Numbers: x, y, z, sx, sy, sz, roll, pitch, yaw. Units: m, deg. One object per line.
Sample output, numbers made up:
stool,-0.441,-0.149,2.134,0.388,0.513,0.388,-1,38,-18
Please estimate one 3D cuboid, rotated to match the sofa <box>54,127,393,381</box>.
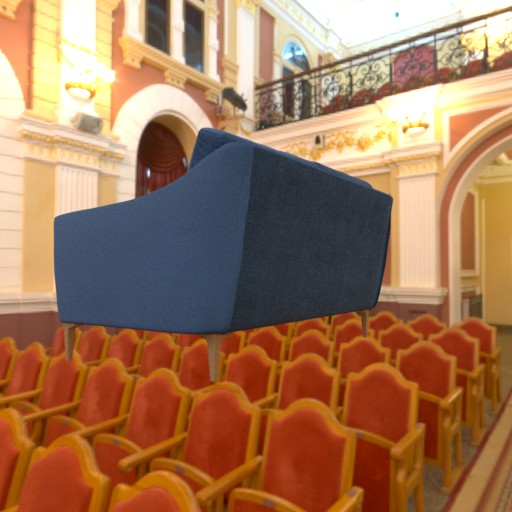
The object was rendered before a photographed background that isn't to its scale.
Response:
sofa,0.000,0.000,2.220,0.960,0.902,1.619,-2,-2,37
